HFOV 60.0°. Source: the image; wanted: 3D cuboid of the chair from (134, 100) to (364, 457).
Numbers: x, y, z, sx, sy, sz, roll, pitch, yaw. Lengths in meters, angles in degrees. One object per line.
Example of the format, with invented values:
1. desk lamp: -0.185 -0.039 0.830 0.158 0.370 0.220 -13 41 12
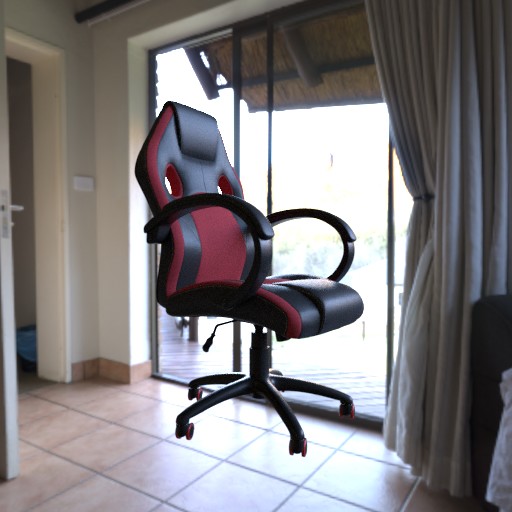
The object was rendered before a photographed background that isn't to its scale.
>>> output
1. chair: 0.000 0.000 1.614 0.724 1.187 0.673 1 1 35
